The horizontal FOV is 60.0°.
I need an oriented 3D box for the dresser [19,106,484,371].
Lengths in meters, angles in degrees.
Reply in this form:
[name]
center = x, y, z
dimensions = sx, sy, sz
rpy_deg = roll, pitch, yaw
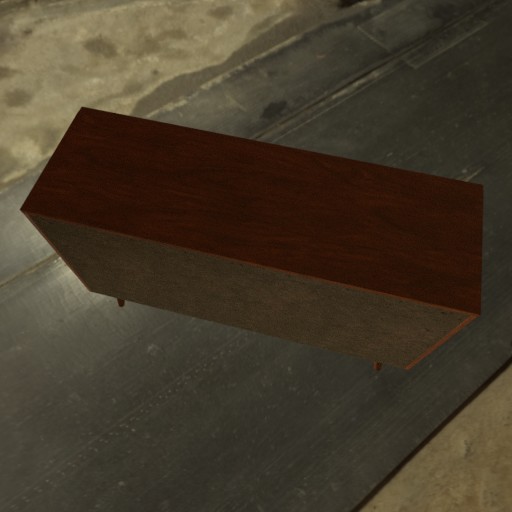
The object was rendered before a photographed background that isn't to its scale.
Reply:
[dresser]
center = 0.000, 0.000, 1.875
dimensions = 1.472, 0.889, 0.500
rpy_deg = 13, 63, 7
